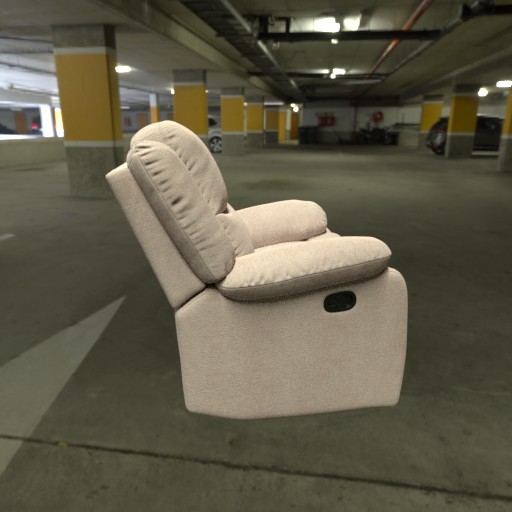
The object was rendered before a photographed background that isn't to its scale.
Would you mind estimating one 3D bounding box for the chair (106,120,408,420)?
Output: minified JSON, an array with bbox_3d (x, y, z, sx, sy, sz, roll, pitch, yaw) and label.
[{"bbox_3d":[0.000,0.000,1.728,0.944,1.008,0.899,-3,16,-9],"label":"chair"}]
